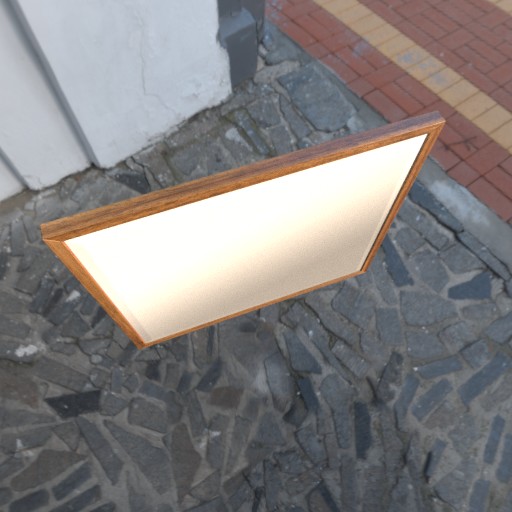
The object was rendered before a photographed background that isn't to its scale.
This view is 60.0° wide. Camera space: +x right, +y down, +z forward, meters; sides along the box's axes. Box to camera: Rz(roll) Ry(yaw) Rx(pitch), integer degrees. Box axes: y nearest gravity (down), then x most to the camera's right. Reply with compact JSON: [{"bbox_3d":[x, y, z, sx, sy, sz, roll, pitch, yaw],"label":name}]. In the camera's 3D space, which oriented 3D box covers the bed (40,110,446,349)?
[{"bbox_3d":[0.000,0.000,1.506,1.041,0.940,0.043,-18,64,-9],"label":"bed"}]
